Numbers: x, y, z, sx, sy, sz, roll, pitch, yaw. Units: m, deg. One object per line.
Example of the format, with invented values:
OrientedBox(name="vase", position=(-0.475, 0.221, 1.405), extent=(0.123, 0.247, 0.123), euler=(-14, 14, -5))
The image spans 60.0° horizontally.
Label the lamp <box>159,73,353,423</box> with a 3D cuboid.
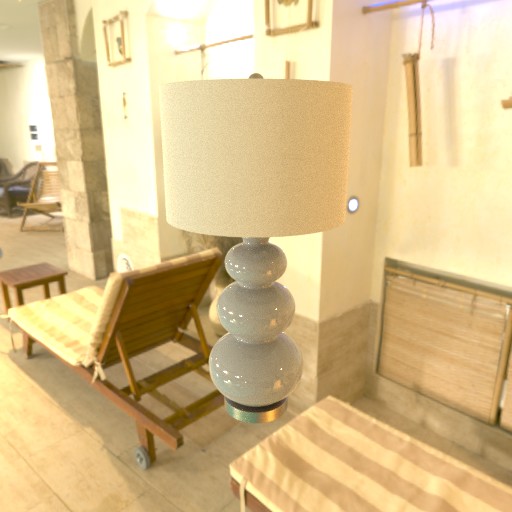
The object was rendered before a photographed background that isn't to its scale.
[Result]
OrientedBox(name="lamp", position=(0.000, 0.000, 0.951), extent=(0.367, 0.730, 0.367), euler=(-15, 22, -41))
